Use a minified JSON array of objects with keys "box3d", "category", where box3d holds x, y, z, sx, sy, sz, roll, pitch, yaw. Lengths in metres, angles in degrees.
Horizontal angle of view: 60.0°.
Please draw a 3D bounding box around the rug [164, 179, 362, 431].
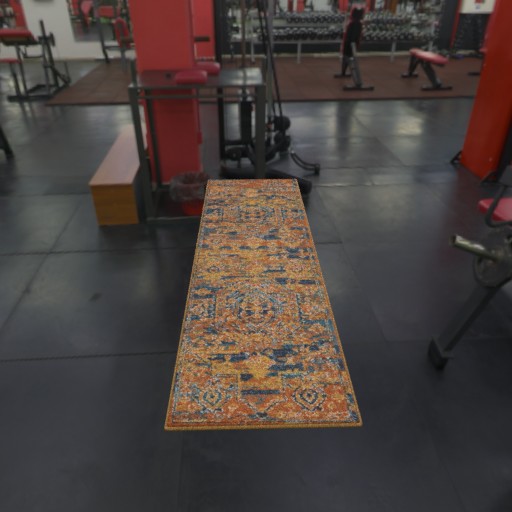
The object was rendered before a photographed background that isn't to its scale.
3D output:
[{"box3d":[0.000,0.000,2.006,0.556,0.013,1.820,-1,32,-1],"category":"rug"}]
